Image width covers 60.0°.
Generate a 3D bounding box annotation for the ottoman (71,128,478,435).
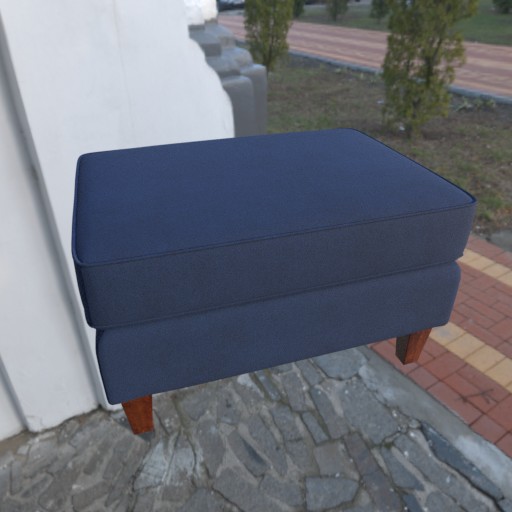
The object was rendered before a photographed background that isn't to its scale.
[{"bbox_3d":[0.000,0.000,1.351,0.965,0.584,0.686,-10,33,-15],"label":"ottoman"}]
